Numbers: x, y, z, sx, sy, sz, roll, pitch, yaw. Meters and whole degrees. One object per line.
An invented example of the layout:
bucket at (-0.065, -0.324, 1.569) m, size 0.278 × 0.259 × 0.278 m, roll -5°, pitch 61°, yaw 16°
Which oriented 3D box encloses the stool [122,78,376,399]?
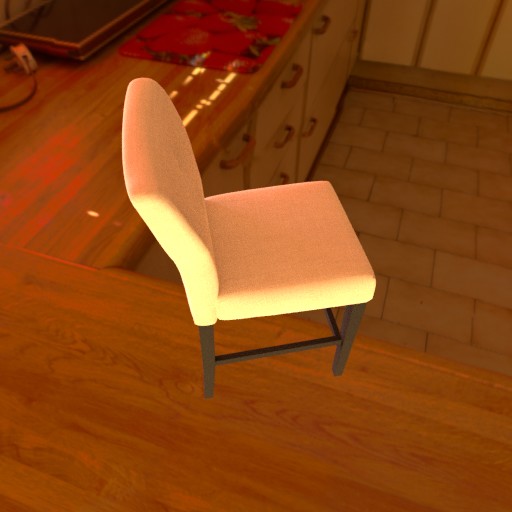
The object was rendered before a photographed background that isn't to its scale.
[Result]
stool at (0.000, 0.000, 1.368) m, size 0.603 × 0.972 × 0.514 m, roll -8°, pitch 48°, yaw -7°
